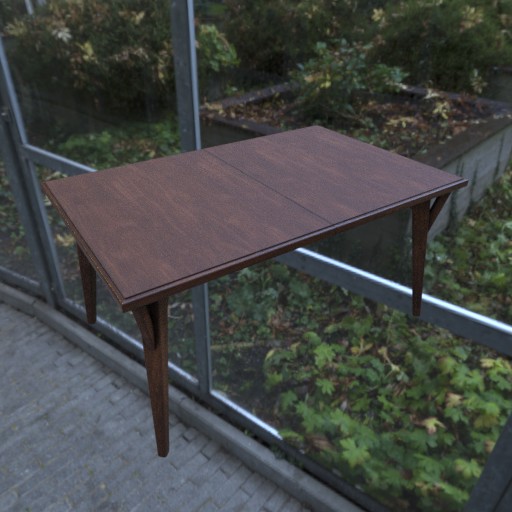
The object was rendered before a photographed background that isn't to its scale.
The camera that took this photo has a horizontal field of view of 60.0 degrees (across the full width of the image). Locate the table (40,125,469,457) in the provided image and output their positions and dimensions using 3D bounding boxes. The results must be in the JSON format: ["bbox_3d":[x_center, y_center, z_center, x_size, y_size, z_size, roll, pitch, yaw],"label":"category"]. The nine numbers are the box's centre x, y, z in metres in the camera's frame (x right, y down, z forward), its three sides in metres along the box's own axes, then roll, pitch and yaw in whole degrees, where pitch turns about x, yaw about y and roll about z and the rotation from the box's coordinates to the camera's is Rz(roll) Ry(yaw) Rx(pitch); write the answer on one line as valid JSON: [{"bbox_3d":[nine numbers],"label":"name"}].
[{"bbox_3d":[0.000,0.000,2.078,1.524,0.761,0.990,-20,37,-28],"label":"table"}]
